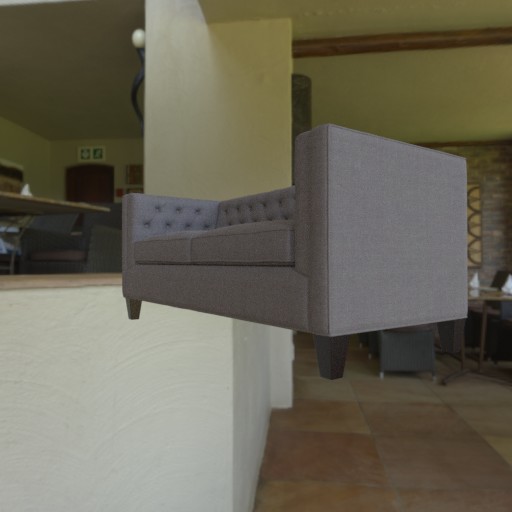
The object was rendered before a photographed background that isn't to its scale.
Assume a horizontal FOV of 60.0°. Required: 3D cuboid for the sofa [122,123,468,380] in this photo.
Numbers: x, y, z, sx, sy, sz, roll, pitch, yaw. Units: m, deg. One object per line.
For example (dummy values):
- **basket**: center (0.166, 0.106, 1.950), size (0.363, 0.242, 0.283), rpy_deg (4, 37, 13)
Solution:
- **sofa**: center (0.000, 0.000, 2.226), size (0.775, 0.762, 1.778), rpy_deg (0, -1, -36)
